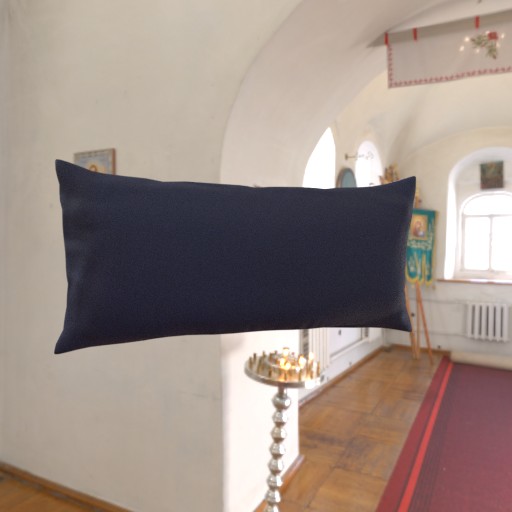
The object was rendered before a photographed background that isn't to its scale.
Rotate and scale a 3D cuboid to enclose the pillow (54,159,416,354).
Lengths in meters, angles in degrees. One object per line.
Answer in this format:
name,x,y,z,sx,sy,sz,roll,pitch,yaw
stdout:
pillow,0.000,0.000,0.726,0.610,0.287,0.151,-1,2,-18
